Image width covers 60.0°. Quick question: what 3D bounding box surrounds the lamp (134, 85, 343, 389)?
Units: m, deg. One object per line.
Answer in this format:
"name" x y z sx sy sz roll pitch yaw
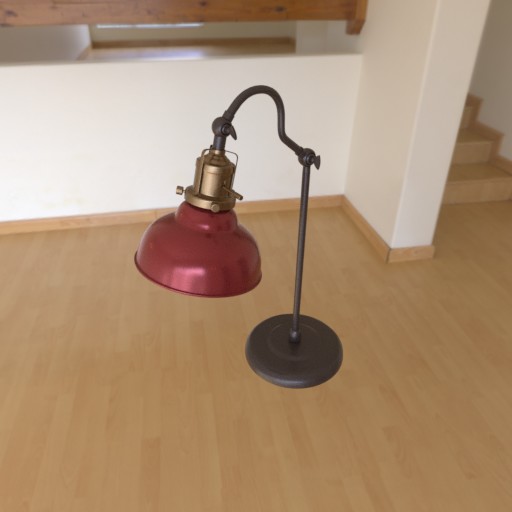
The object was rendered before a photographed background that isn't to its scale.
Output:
"lamp" 0.000 0.000 0.694 0.374 0.508 0.192 -21 38 -29
